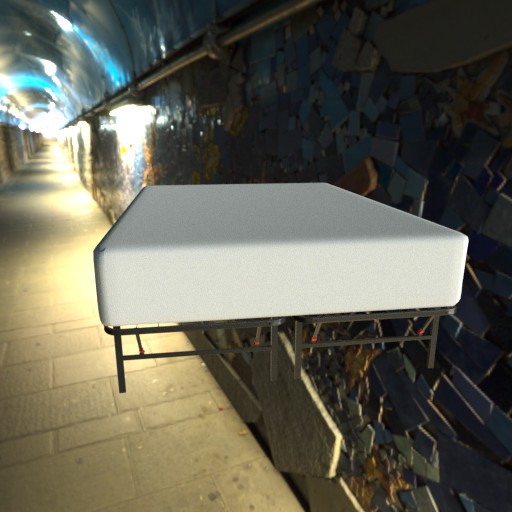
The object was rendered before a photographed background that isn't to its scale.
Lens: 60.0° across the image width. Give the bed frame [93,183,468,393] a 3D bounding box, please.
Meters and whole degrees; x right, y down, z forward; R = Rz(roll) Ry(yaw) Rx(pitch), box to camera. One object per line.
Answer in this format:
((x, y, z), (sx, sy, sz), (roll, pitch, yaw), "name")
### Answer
((0.000, 0.000, 2.764), (1.528, 0.677, 2.037), (-2, 16, -8), "bed frame")
